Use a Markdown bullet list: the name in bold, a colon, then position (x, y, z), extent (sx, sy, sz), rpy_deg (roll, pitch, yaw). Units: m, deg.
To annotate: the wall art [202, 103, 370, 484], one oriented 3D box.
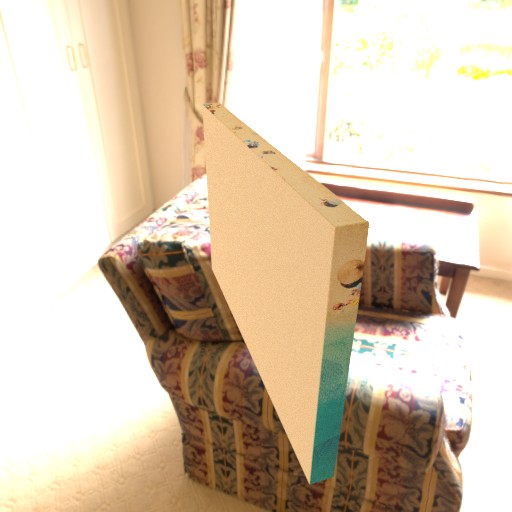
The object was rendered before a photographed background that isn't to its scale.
- **wall art**: position (0.000, 0.000, 0.780), extent (0.039, 0.406, 0.609), rpy_deg (-9, 31, -15)
